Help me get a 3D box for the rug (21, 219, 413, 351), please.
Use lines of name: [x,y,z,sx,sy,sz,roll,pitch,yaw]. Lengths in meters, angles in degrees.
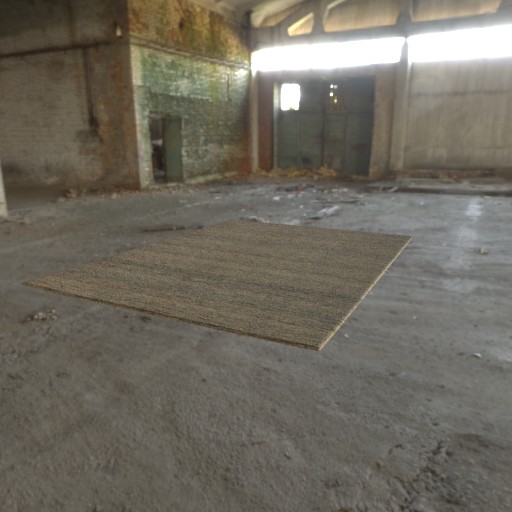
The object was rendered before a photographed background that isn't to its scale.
rug: [0.000,0.000,4.252,2.414,0.036,3.199,8,17,26]
